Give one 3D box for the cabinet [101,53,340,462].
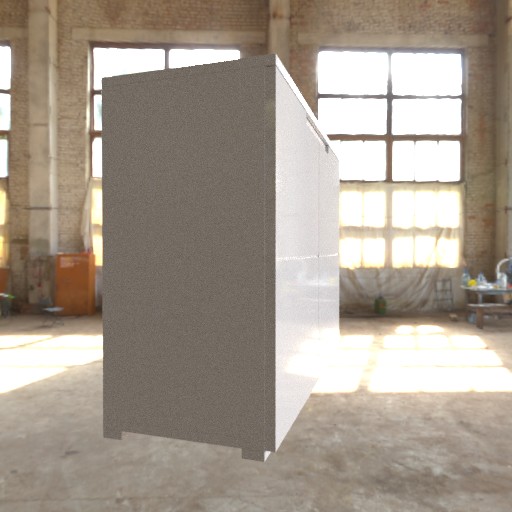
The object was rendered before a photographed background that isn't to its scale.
[{"bbox_3d":[0.000,0.000,1.400,0.400,0.800,1.000,0,1,18],"label":"cabinet"}]
